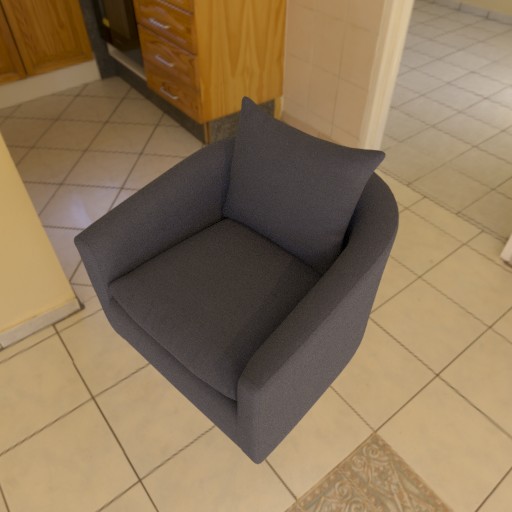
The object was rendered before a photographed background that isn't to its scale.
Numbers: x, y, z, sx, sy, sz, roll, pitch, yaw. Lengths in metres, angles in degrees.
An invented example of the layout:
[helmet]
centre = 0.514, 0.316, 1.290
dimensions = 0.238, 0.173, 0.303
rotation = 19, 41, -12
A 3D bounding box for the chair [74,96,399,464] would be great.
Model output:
[chair]
centre = 0.000, 0.000, 1.606
dimensions = 0.845, 0.848, 0.910
rotation = 33, 54, 28
